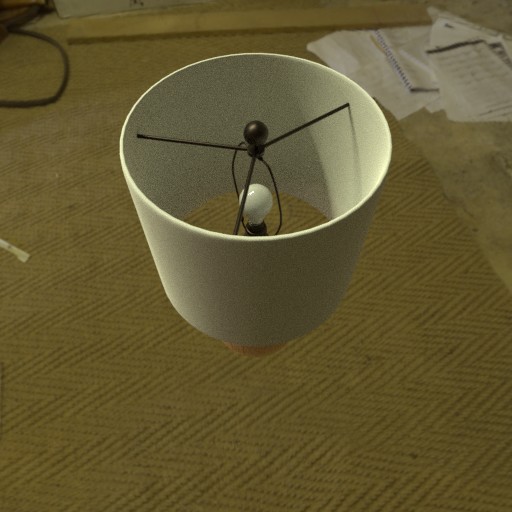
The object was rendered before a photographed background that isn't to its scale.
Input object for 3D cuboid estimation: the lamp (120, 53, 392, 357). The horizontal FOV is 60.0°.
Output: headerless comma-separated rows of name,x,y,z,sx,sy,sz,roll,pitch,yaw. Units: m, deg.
lamp,0.000,0.000,0.765,0.329,0.570,0.329,0,56,0
